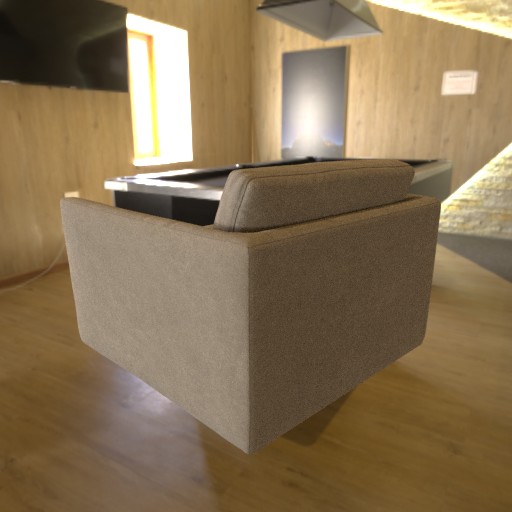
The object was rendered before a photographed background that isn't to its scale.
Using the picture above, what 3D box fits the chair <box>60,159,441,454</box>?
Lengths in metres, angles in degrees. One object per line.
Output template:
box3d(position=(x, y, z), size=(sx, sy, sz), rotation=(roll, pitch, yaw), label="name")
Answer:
box3d(position=(0.000, 0.000, 1.860), size=(1.190, 0.845, 1.091), rotation=(-15, 22, -41), label="chair")
